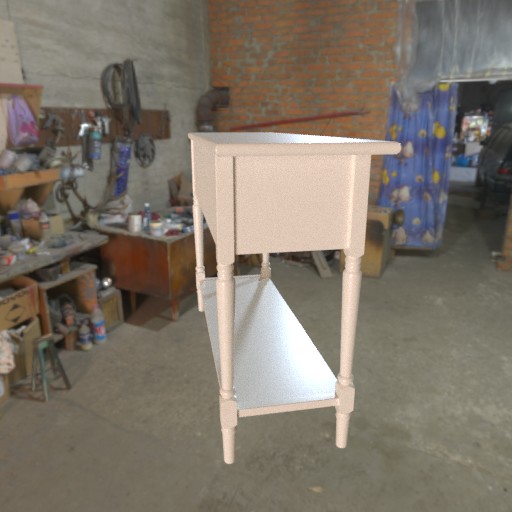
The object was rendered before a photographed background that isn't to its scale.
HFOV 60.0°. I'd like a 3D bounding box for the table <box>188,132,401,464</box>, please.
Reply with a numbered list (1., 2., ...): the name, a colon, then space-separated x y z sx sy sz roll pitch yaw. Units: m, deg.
1. table: 0.000 0.000 1.553 0.386 0.814 1.191 -3 17 -10
